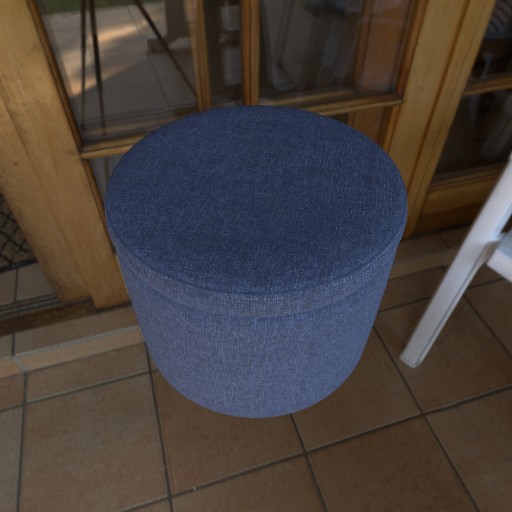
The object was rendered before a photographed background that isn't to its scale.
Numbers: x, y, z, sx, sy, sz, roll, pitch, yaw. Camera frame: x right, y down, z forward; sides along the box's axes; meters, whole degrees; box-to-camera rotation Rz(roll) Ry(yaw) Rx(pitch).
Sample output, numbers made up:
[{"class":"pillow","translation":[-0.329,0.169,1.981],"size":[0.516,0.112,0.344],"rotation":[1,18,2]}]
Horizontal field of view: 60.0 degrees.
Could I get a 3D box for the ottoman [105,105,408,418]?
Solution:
[{"class":"ottoman","translation":[0.000,0.000,0.906],"size":[0.520,0.430,0.520],"rotation":[0,47,0]}]
